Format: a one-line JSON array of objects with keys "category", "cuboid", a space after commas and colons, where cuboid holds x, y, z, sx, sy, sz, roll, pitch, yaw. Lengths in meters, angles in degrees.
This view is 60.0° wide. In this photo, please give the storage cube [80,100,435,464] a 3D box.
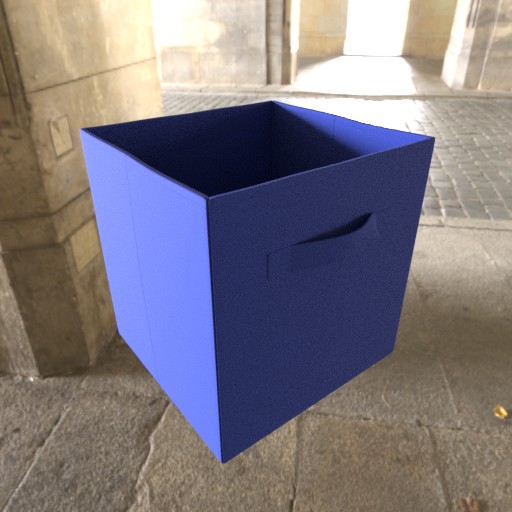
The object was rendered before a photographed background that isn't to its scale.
[{"category": "storage cube", "cuboid": [0.000, 0.000, 0.513, 0.270, 0.280, 0.270, -21, 35, -32]}]
